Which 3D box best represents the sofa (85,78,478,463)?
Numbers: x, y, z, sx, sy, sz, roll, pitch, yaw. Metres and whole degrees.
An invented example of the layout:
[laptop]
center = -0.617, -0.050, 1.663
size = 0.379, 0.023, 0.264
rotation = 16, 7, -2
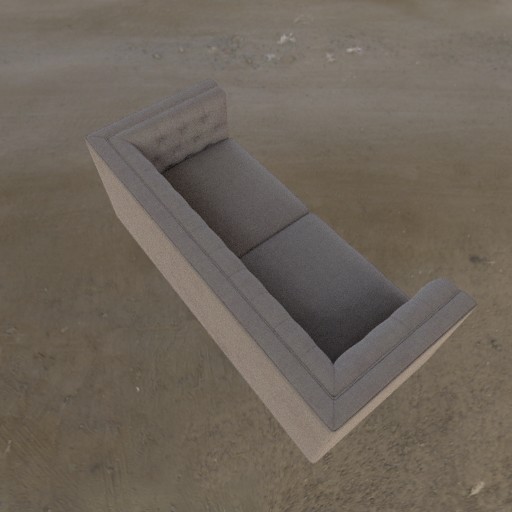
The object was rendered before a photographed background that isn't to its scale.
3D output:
[sofa]
center = 0.000, 0.000, 2.246
size = 0.775, 0.762, 1.778
rotation = -33, 63, -20
